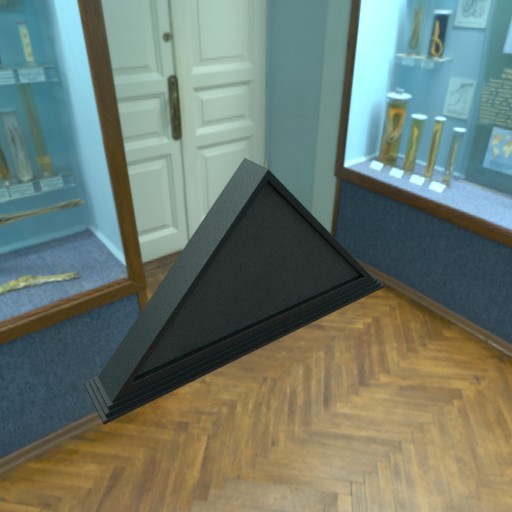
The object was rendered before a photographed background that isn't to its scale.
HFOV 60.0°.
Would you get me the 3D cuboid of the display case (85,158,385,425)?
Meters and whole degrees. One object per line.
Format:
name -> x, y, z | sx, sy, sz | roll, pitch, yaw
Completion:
display case -> 0.000, 0.000, 0.786 | 0.640, 0.340, 0.095 | -20, 36, -29
